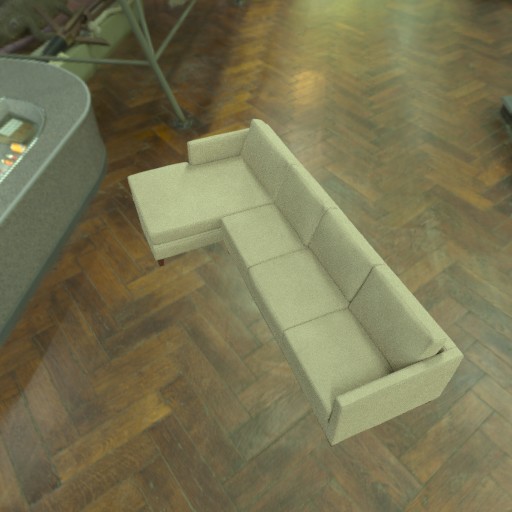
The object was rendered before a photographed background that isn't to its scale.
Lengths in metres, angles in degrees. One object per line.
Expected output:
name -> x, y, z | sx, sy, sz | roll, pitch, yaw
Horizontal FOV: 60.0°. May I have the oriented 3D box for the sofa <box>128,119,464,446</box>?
sofa -> 0.000, 0.000, 3.852 | 1.625, 0.846, 3.186 | -17, 49, -16
